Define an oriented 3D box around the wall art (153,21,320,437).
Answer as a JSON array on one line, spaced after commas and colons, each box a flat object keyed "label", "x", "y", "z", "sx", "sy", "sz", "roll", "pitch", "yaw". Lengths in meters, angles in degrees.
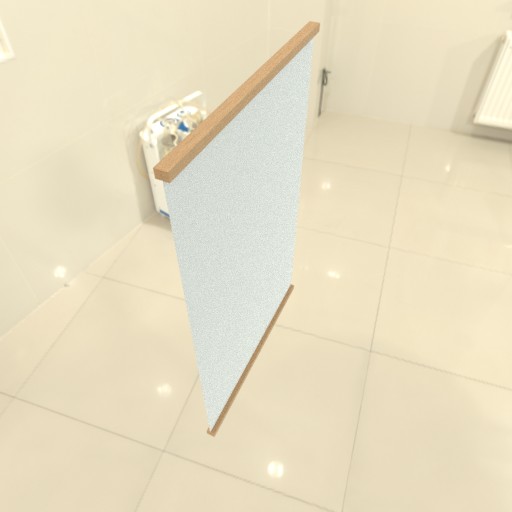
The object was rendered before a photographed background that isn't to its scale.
[{"label": "wall art", "x": 0.000, "y": 0.000, "z": 0.622, "sx": 0.013, "sy": 0.510, "sz": 0.335, "roll": 19, "pitch": 50, "yaw": 17}]
